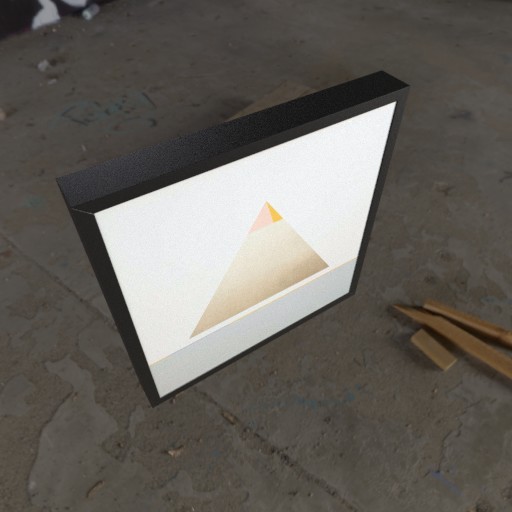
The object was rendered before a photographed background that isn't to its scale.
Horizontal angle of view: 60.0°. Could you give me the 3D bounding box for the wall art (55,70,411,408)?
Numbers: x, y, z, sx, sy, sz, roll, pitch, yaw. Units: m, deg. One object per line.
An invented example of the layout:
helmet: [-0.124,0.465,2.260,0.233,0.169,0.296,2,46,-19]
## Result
wall art: [0.000,0.000,0.461,0.304,0.303,0.037,-25,52,-21]
